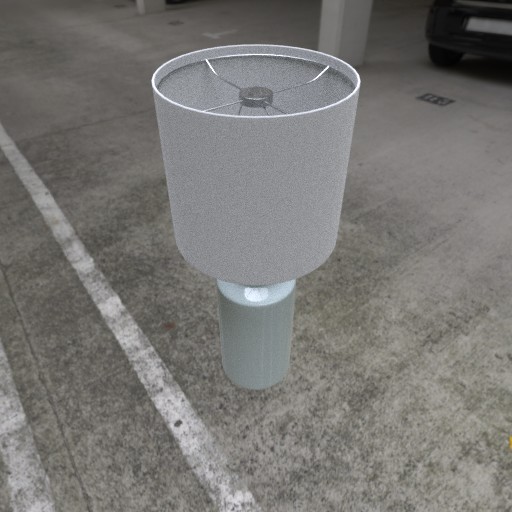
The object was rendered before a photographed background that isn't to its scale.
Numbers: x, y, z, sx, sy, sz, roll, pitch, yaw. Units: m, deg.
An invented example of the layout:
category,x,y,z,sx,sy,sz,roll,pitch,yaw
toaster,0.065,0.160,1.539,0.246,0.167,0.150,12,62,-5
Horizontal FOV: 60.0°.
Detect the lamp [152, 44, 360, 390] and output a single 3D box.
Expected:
category,x,y,z,sx,sy,sz,roll,pitch,yaw
lamp,0.000,0.000,0.616,0.212,0.493,0.212,-25,47,-26
